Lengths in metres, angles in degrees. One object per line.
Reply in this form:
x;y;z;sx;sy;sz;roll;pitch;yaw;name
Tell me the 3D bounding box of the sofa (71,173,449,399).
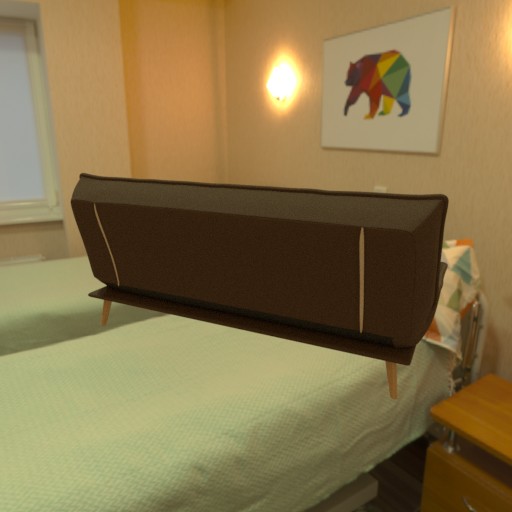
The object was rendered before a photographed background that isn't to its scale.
0.000;0.000;2.479;1.940;0.890;0.950;8;18;25;sofa
